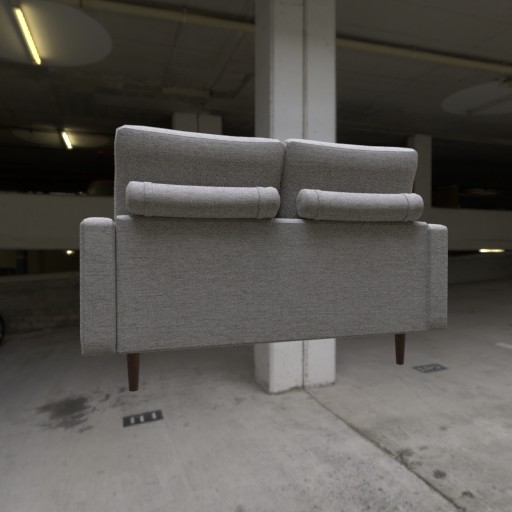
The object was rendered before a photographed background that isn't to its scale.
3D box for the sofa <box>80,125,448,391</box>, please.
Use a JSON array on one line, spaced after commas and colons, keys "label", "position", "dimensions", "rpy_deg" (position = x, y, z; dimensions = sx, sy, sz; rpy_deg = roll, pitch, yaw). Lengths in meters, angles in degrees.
[{"label": "sofa", "position": [0.000, 0.000, 1.955], "dimensions": [1.407, 0.907, 0.842], "rpy_deg": [0, 1, -18]}]
